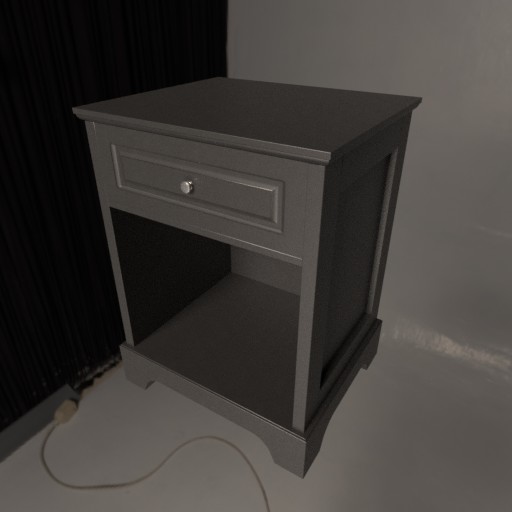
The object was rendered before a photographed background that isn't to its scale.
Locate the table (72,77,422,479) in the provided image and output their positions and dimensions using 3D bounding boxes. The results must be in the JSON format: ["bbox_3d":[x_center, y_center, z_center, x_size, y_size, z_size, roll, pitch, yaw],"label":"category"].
[{"bbox_3d":[0.000,0.000,0.913,0.460,0.610,0.399,18,34,28],"label":"table"}]
